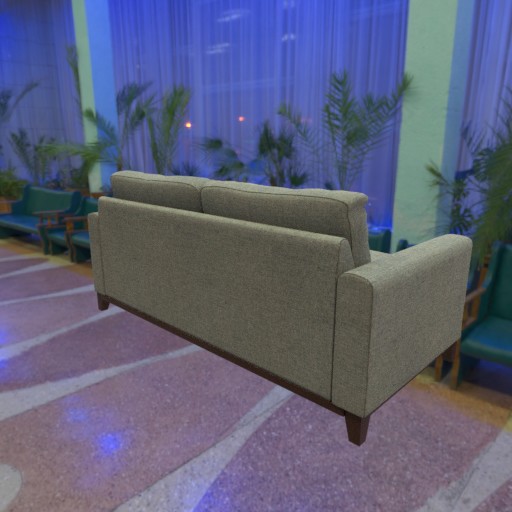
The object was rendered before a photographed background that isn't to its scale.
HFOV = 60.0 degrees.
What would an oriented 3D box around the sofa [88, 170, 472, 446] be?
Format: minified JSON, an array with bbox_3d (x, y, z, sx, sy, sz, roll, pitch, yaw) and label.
[{"bbox_3d":[0.000,0.000,2.450,1.978,0.892,0.969,14,20,42],"label":"sofa"}]
